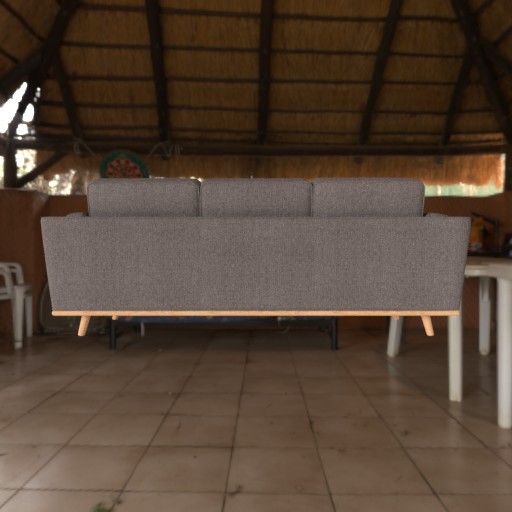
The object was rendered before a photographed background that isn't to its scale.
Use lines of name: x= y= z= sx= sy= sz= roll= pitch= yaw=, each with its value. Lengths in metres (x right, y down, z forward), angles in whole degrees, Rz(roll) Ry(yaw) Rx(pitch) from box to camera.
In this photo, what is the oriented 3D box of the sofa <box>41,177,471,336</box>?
sofa: x=0.000 y=0.000 z=2.817 sx=2.362 sy=0.899 sz=0.903 roll=0 pitch=1 yaw=0
